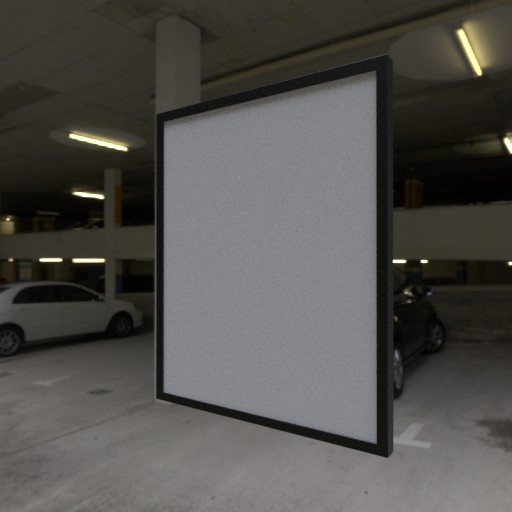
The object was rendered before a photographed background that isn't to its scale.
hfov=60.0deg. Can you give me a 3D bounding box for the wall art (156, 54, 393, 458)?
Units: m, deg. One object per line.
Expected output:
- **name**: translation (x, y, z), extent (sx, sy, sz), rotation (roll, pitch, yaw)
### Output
- **wall art**: translation (0.000, 0.000, 0.534), extent (0.325, 0.397, 0.018), rotation (0, 0, 34)
